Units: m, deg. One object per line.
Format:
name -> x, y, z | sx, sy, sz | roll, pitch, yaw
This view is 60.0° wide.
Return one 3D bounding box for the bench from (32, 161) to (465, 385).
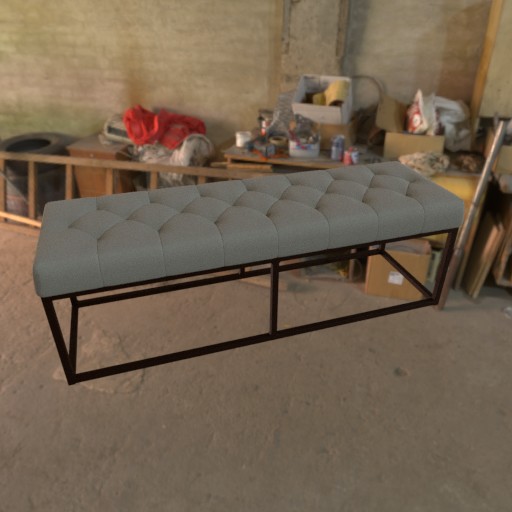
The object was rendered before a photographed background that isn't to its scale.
bench -> 0.000, 0.000, 1.726 | 1.488, 0.488, 0.479 | -9, 33, -15
